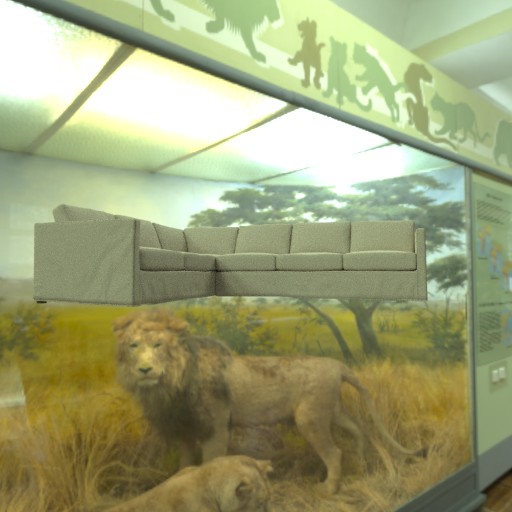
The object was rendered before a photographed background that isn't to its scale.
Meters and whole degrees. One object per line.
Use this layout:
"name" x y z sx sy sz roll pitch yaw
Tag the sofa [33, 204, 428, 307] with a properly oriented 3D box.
"sofa" 0.000 0.000 4.385 3.182 0.871 2.432 -1 -3 19
